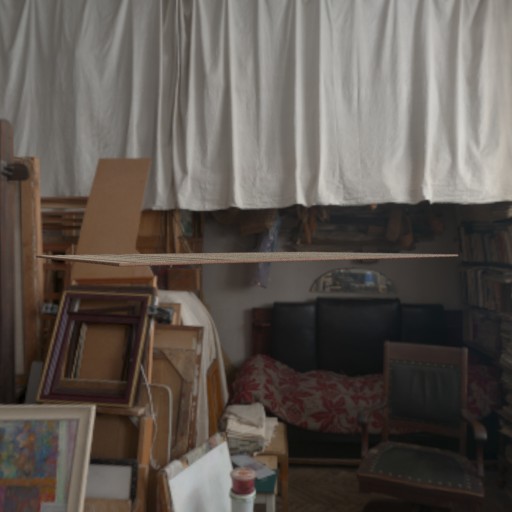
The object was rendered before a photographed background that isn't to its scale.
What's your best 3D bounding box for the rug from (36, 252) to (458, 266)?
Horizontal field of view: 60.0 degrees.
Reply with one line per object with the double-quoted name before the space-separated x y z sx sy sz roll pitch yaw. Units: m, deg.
"rug" 0.000 0.000 2.998 2.438 0.014 1.523 -1 2 -37
